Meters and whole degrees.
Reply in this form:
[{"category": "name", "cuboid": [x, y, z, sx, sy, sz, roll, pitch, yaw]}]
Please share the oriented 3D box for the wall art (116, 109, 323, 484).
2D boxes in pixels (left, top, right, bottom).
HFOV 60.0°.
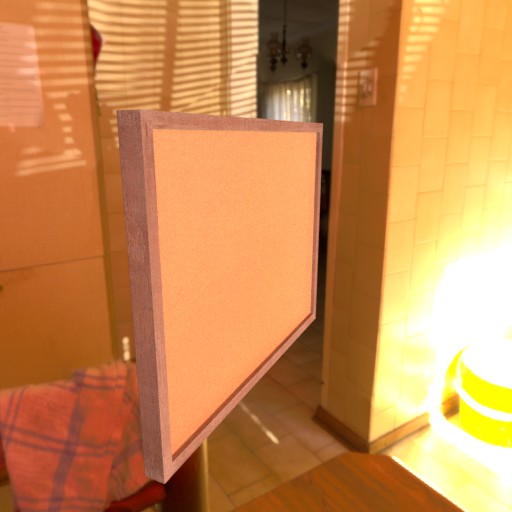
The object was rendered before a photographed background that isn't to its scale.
[{"category": "wall art", "cuboid": [0.000, 0.000, 1.710, 0.070, 1.009, 1.320, 7, 17, 25]}]
